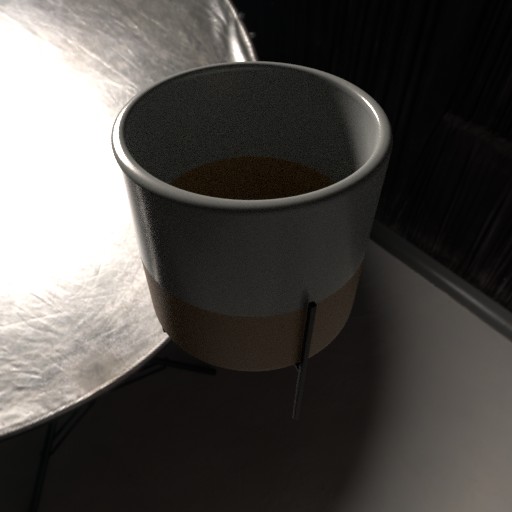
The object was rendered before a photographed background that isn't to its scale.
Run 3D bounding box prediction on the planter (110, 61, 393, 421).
[{"bbox_3d":[0.000,0.000,0.634,0.310,0.432,0.310,-31,54,-26],"label":"planter"}]
